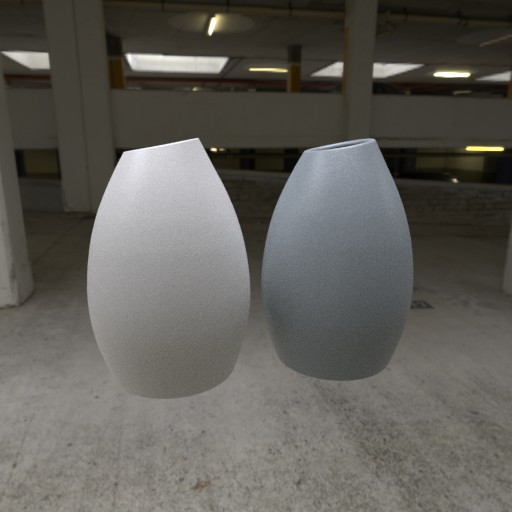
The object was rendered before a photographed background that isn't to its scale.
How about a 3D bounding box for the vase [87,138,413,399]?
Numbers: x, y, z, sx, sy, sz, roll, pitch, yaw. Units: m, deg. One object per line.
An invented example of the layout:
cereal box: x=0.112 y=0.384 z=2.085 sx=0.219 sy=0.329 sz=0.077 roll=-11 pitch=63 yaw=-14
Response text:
vase: x=0.000 y=0.000 z=0.256 sx=0.187 sy=0.131 sz=0.089 roll=-3 pitch=15 yaw=-10
